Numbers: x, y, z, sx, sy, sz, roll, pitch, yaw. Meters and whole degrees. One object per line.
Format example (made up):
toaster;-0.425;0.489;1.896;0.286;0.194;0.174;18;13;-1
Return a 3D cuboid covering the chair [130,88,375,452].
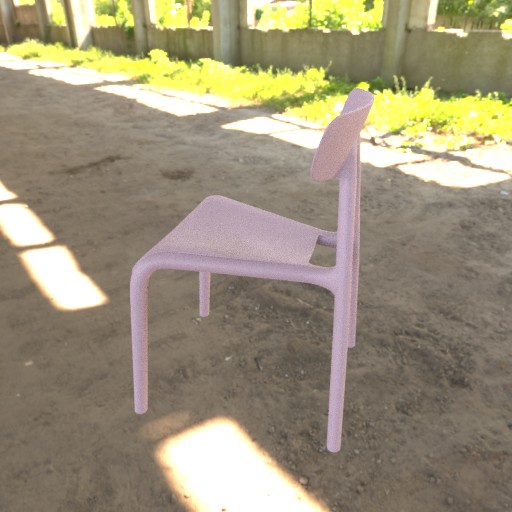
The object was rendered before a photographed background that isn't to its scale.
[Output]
chair;0.000;0.000;0.835;0.401;0.580;0.356;8;29;14
